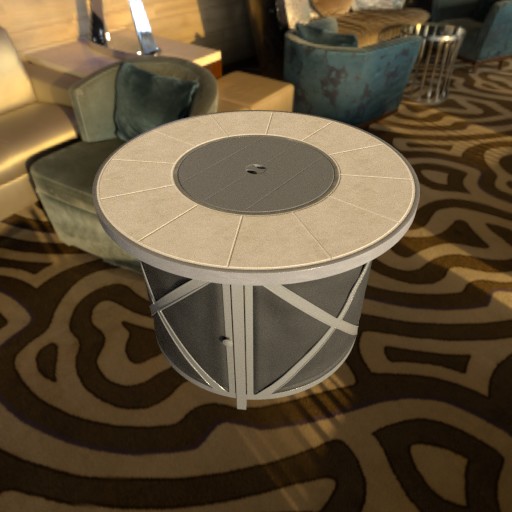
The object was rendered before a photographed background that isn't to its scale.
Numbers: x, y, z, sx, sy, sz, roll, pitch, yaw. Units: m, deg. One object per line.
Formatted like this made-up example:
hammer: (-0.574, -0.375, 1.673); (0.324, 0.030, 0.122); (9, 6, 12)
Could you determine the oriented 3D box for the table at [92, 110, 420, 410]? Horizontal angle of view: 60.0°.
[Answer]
table: (0.000, 0.000, 1.492); (0.914, 0.650, 0.914); (0, 39, 0)
